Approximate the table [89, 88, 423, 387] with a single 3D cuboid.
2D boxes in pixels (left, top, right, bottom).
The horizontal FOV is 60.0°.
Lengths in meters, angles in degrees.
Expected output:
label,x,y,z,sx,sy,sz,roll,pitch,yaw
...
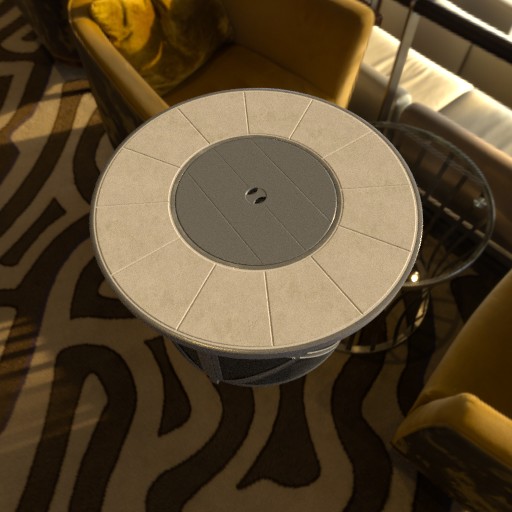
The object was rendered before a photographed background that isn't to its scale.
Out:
label,x,y,z,sx,sy,sz,roll,pitch,yaw
table,0.000,0.000,1.516,0.914,0.650,0.914,0,59,0
